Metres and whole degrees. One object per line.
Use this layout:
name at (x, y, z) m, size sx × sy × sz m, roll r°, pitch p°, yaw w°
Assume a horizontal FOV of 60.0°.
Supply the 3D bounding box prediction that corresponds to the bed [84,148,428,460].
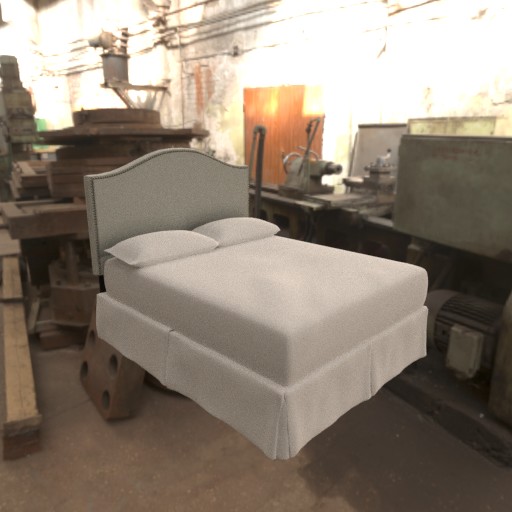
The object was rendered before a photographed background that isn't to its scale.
bed at (0.000, 0.000, 3.482) m, size 2.180 × 1.607 × 1.813 m, roll 15°, pitch 21°, yaw 43°
